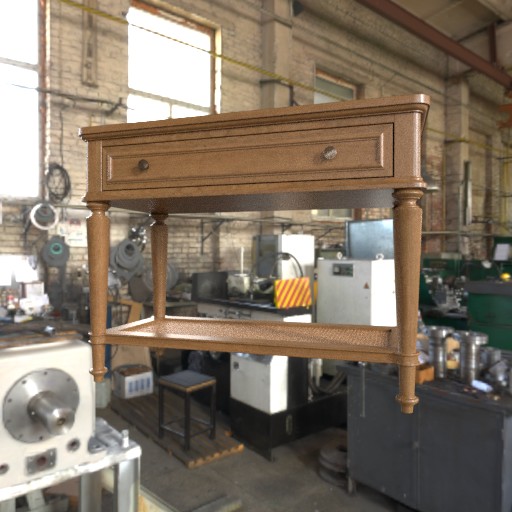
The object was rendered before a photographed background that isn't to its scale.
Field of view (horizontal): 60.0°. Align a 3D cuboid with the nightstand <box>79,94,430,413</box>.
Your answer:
[{"bbox_3d":[0.000,0.000,1.286,0.914,0.700,0.432,0,0,17],"label":"nightstand"}]
